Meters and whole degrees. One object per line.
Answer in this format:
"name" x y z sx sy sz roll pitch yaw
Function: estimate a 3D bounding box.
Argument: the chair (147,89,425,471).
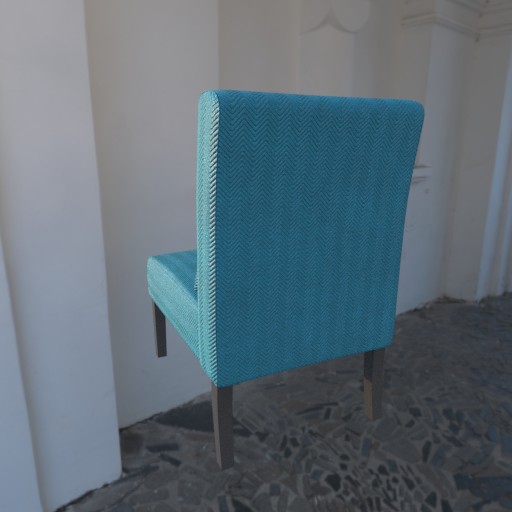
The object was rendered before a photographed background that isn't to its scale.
"chair" 0.000 0.000 1.440 0.579 0.927 0.808 -7 16 -25
